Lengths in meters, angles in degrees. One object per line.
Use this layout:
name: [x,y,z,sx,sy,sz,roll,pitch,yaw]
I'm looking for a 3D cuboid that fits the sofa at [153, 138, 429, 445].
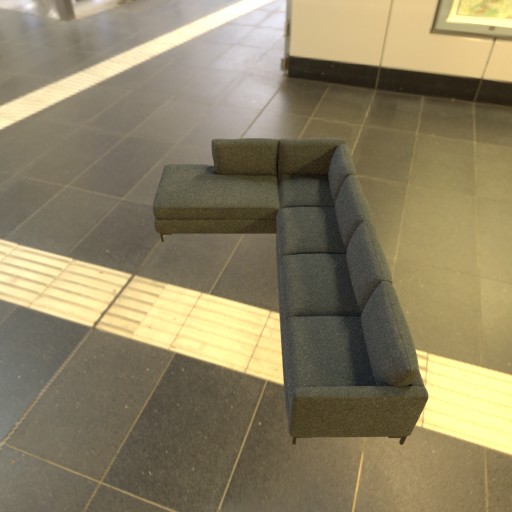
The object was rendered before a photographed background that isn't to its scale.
sofa: [0.000,0.000,3.760,2.007,0.815,2.949,0,42,0]
